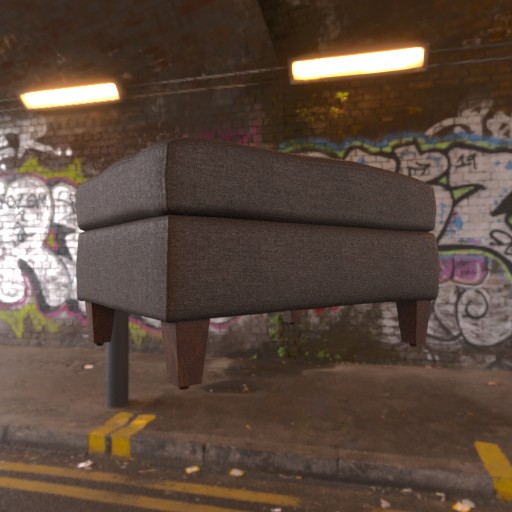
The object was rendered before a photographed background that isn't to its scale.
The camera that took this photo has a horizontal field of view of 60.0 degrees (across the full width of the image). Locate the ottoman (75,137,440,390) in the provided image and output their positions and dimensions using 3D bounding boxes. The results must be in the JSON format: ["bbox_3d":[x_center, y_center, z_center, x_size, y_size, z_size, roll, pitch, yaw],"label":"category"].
[{"bbox_3d":[0.000,0.000,1.224,0.826,0.496,0.639,1,-1,-36],"label":"ottoman"}]
